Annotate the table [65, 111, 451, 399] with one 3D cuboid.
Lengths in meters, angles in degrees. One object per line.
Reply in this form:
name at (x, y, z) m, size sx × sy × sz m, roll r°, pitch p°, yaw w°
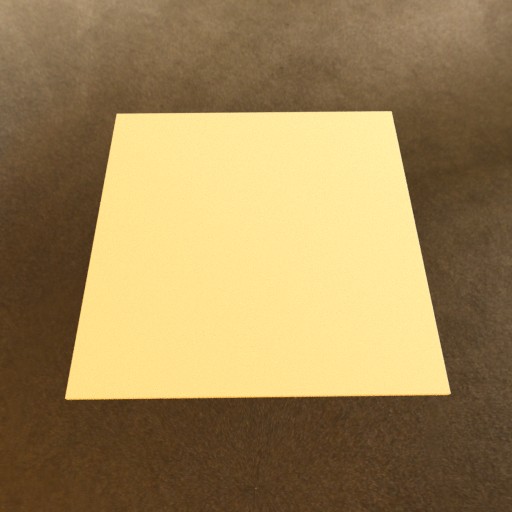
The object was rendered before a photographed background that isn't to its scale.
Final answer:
table at (0.000, 0.000, 1.364) m, size 0.890 × 0.305 × 0.890 m, roll -1°, pitch 62°, yaw 0°
